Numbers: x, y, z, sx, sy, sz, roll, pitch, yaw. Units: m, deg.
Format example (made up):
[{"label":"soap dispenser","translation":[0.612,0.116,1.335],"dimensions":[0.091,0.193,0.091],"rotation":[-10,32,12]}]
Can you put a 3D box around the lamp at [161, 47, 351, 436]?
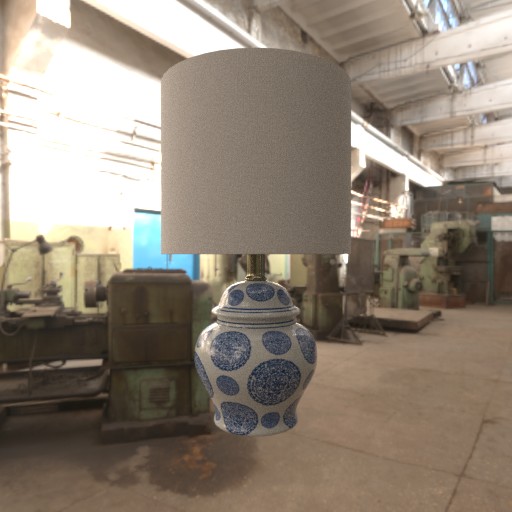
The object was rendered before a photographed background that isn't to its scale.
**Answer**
[{"label":"lamp","translation":[0.000,0.000,0.512],"dimensions":[0.215,0.381,0.215],"rotation":[0,0,36]}]
